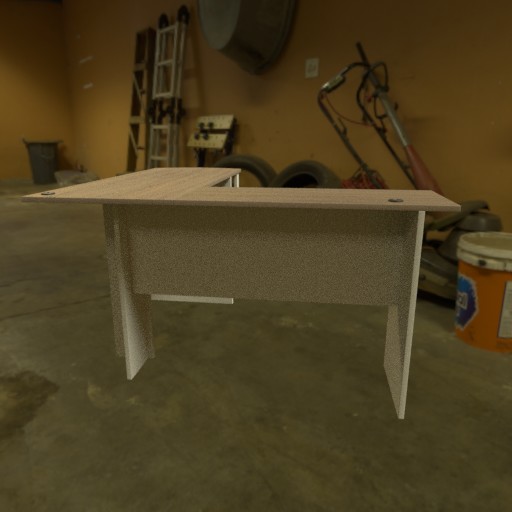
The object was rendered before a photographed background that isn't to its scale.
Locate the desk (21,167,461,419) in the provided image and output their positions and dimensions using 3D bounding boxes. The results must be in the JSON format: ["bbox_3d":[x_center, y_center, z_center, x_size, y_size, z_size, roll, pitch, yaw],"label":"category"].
[{"bbox_3d":[0.000,0.000,2.068,1.361,0.716,1.303,2,16,8],"label":"desk"}]
